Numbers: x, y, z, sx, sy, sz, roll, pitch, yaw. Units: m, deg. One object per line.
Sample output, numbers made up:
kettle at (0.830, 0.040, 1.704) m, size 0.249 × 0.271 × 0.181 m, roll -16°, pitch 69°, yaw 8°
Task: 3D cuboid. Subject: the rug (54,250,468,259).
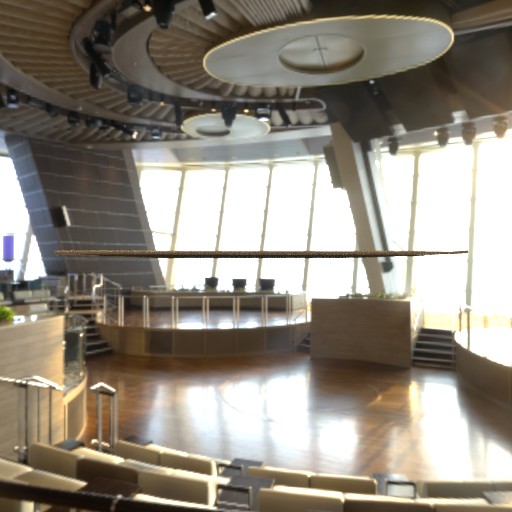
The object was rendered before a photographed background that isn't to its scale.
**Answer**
rug at (0.000, 0.000, 4.729) m, size 2.734 × 0.037 × 3.659 m, roll 0°, pitch -1°, yaw -2°
